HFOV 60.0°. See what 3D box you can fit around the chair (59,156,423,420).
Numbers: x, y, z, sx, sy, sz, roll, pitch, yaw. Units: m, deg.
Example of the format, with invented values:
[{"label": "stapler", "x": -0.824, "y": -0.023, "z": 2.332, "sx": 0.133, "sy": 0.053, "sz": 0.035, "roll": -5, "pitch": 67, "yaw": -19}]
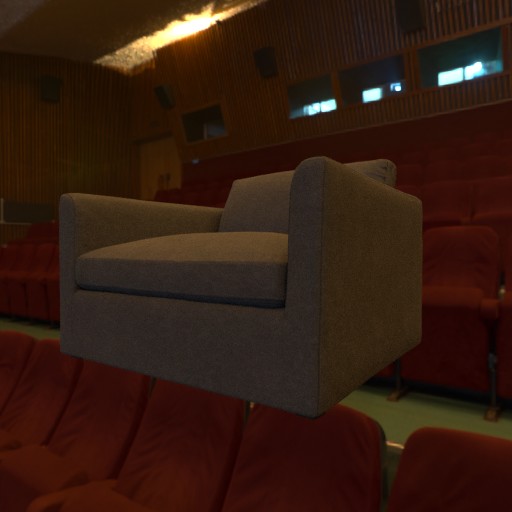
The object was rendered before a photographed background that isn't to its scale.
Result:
[{"label": "chair", "x": 0.000, "y": 0.000, "z": 1.825, "sx": 1.190, "sy": 0.845, "sz": 1.091, "roll": 0, "pitch": 1, "yaw": 37}]
